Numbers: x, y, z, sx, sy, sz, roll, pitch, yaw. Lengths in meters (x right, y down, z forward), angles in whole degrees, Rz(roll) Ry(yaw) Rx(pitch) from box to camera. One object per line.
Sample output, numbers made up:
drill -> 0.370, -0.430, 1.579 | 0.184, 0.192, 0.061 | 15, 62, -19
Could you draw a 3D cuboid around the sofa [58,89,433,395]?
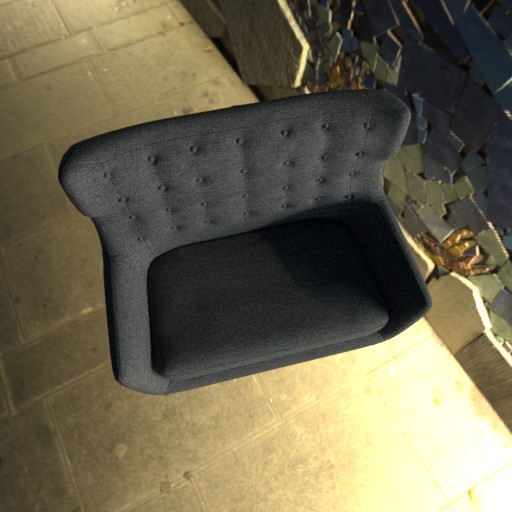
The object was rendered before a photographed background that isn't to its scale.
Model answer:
sofa -> 0.000, 0.000, 1.980 | 1.358, 1.028, 0.874 | -12, 63, -6
